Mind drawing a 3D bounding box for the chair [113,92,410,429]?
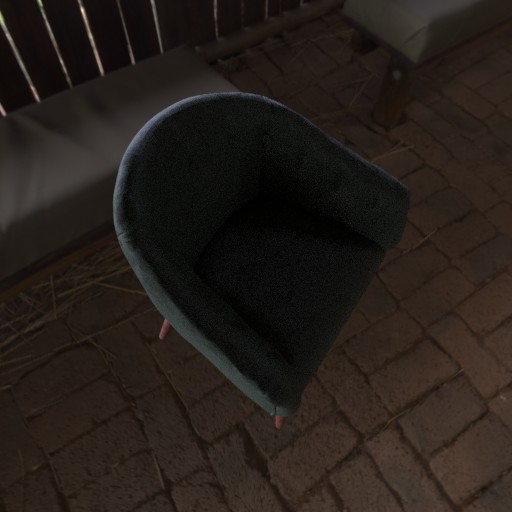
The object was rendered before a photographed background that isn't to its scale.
[{"bbox_3d":[0.000,0.000,1.544,0.776,0.885,0.851,30,63,17],"label":"chair"}]
